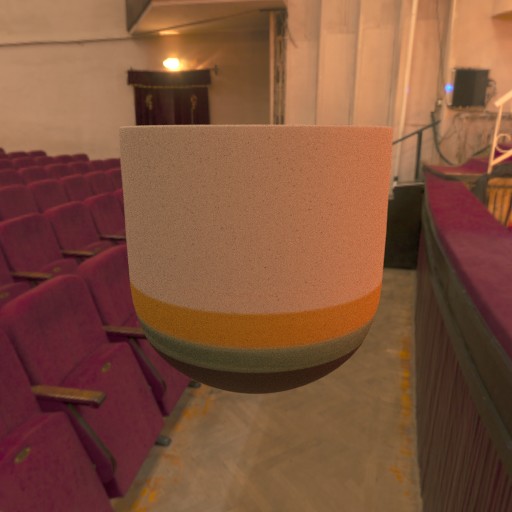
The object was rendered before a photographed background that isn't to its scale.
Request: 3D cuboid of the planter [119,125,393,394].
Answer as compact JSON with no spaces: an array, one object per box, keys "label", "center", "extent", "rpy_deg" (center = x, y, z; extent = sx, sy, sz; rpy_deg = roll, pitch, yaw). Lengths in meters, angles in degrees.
[{"label":"planter","center":[0.000,0.000,0.484],"extent":[0.268,0.270,0.268],"rpy_deg":[0,15,0]}]
